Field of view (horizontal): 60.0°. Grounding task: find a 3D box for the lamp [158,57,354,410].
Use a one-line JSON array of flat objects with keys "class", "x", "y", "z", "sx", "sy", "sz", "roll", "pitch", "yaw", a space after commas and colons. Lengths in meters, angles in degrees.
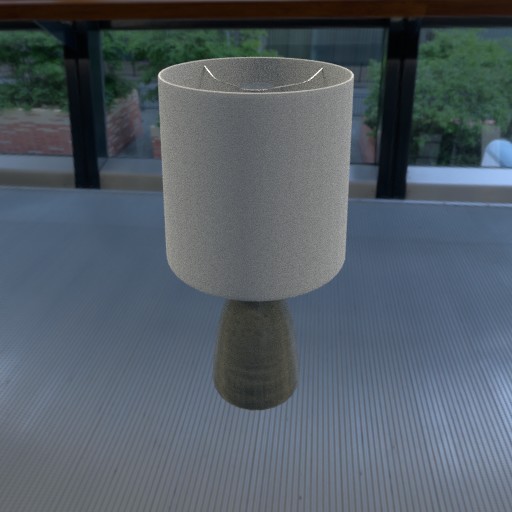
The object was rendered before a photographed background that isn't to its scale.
[{"class": "lamp", "x": 0.000, "y": 0.000, "z": 0.475, "sx": 0.186, "sy": 0.369, "sz": 0.186, "roll": 0, "pitch": 32, "yaw": 0}]
